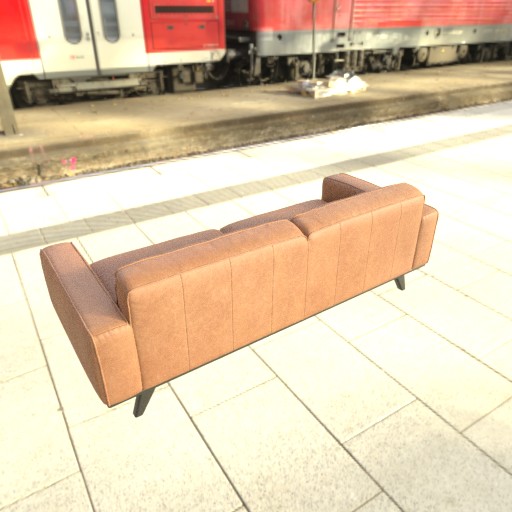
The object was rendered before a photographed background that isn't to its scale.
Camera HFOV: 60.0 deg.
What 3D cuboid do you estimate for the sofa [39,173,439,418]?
[{"bbox_3d":[0.000,0.000,2.719,2.270,0.780,0.953,-19,34,-30],"label":"sofa"}]
